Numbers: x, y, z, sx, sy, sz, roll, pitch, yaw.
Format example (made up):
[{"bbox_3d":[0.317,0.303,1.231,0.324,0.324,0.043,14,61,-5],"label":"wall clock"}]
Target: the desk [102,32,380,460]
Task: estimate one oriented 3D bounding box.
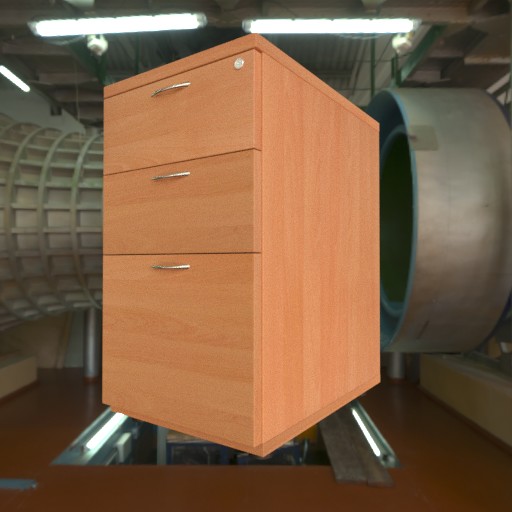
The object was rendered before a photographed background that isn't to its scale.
[{"bbox_3d":[0.000,0.000,1.077,0.404,0.730,0.600,-1,-1,35],"label":"desk"}]
